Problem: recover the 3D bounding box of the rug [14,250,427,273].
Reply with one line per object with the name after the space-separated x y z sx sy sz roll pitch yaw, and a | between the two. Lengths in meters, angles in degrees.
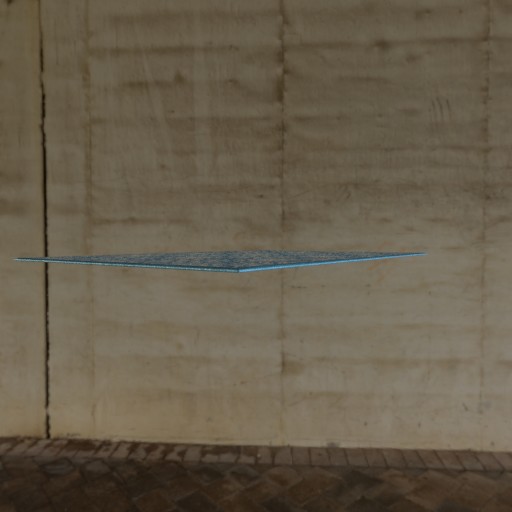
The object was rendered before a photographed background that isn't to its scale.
0.000 0.000 2.268 1.211 0.012 1.833 1 3 36 | rug
